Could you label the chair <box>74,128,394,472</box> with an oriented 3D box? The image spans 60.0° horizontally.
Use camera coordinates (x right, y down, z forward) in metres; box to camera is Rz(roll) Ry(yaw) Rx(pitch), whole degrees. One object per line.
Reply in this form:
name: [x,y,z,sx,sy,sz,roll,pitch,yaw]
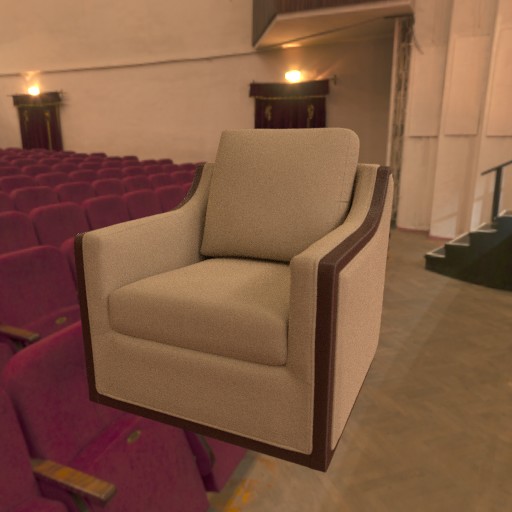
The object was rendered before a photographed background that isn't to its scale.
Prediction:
chair: [0.000,0.000,1.650,0.870,0.930,0.950,6,16,24]
